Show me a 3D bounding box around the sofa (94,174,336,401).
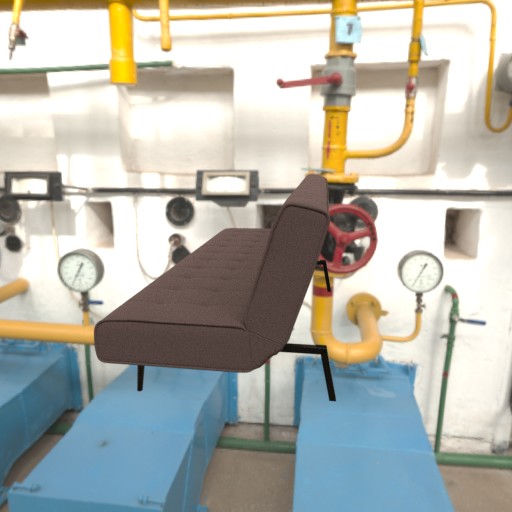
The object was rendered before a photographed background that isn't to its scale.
[{"bbox_3d":[0.000,0.000,2.101,0.747,0.699,1.703,2,13,8],"label":"sofa"}]
